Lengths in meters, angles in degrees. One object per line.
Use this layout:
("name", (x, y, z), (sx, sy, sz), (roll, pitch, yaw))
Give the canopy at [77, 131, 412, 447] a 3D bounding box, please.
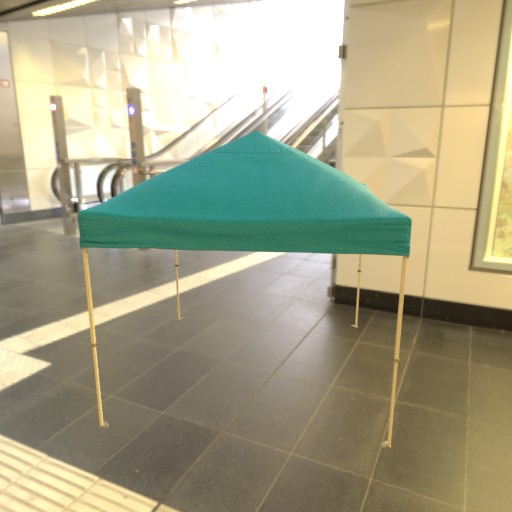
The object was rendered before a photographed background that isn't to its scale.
("canopy", (0.000, 0.000, 5.506), (2.998, 2.997, 2.996), (2, 15, 6))
